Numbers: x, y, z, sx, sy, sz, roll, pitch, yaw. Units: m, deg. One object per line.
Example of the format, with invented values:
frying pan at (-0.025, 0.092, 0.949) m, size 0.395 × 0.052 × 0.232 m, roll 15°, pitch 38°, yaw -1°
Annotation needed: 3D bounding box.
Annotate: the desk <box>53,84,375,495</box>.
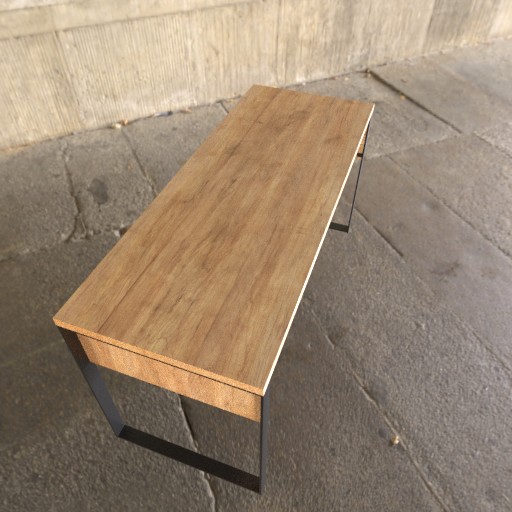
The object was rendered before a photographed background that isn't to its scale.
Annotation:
desk at (0.000, 0.000, 1.875) m, size 0.600 × 0.760 × 1.520 m, roll 15°, pitch 47°, yaw 14°
